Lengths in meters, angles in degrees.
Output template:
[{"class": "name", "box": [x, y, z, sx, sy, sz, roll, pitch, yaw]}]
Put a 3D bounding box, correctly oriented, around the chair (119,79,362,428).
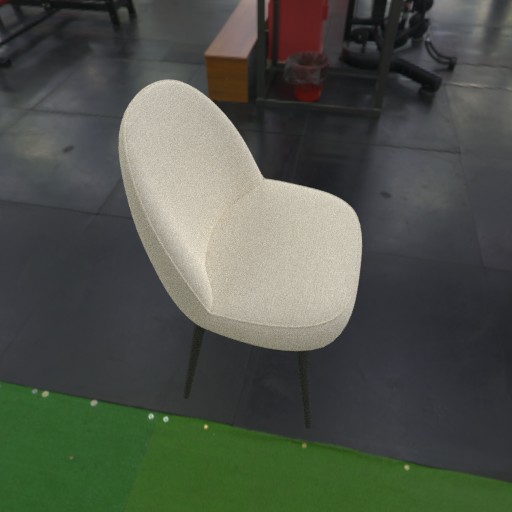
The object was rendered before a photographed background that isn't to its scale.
[{"class": "chair", "box": [0.000, 0.000, 1.172, 0.540, 0.838, 0.532, 10, 47, 10]}]
